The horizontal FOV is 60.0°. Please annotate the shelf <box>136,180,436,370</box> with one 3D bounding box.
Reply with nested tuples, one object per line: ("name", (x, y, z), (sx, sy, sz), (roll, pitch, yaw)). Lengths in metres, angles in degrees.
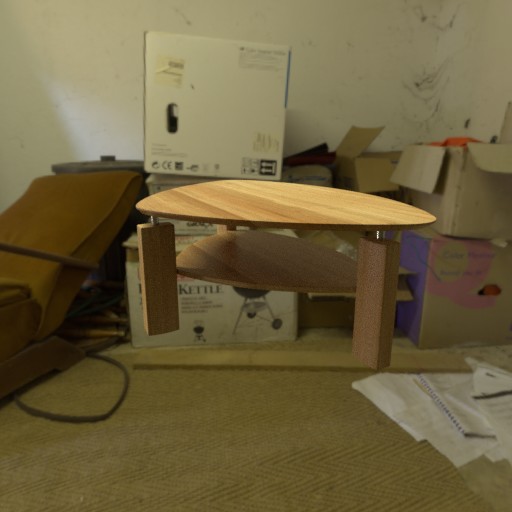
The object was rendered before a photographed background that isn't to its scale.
("shelf", (0.000, 0.000, 1.669), (0.863, 0.439, 1.240), (-8, 18, -27))
